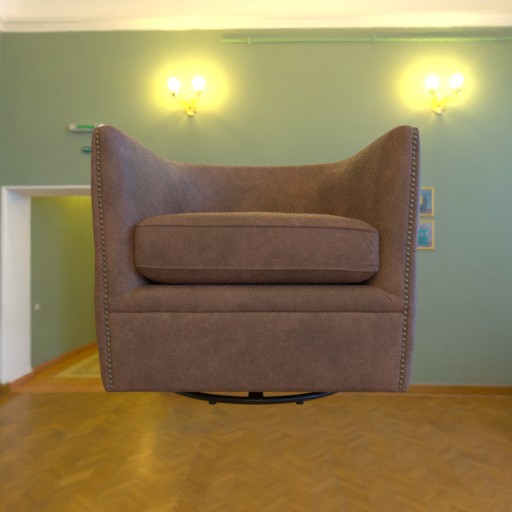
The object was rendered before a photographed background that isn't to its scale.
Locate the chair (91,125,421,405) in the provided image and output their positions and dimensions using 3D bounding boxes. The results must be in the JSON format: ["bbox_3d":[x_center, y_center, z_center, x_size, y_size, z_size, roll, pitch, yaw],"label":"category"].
[{"bbox_3d":[0.000,0.000,1.520,0.850,0.790,0.870,0,-1,0],"label":"chair"}]
